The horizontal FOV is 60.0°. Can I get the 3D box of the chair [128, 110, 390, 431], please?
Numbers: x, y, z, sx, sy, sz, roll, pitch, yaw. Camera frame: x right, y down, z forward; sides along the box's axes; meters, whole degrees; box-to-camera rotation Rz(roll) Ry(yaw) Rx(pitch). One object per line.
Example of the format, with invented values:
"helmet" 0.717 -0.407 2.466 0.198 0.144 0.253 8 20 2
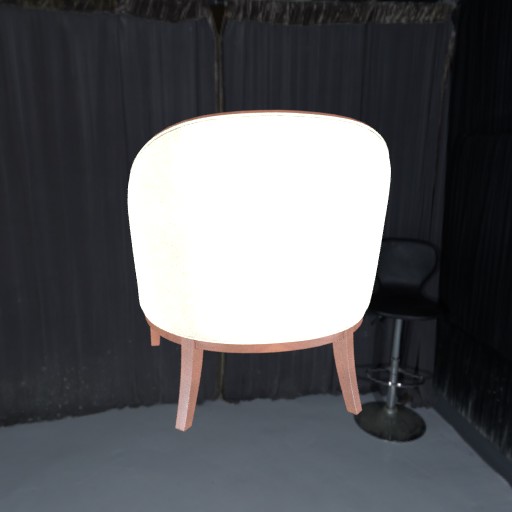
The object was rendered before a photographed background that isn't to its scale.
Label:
"chair" 0.000 0.000 1.499 0.803 0.876 0.735 -2 13 -9
